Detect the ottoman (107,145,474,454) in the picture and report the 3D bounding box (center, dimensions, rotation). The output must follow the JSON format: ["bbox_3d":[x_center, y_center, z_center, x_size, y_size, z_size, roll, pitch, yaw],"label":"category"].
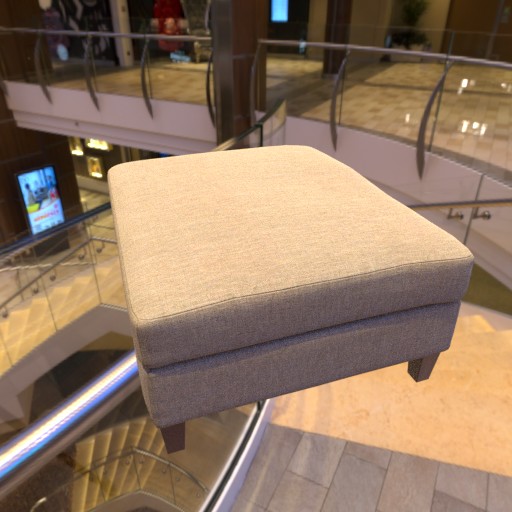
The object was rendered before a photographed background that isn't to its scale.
[{"bbox_3d":[0.000,0.000,1.440,0.836,0.492,0.976,-10,32,-16],"label":"ottoman"}]
